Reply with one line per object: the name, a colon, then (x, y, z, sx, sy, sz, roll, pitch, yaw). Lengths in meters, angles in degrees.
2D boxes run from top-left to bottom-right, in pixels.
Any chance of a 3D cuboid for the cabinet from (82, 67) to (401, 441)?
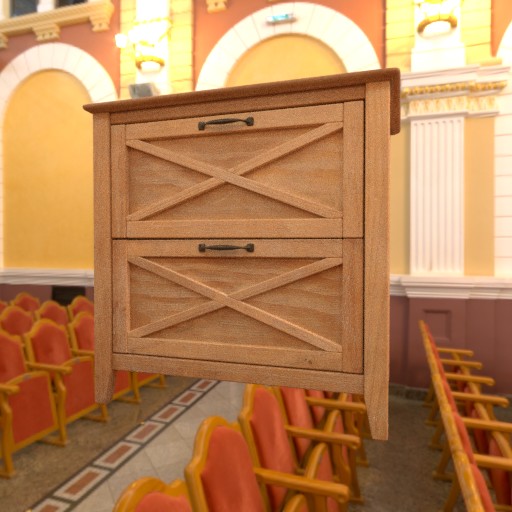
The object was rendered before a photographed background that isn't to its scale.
cabinet: (0.000, 0.000, 1.237, 0.763, 0.762, 0.503, 0, 1, 18)
